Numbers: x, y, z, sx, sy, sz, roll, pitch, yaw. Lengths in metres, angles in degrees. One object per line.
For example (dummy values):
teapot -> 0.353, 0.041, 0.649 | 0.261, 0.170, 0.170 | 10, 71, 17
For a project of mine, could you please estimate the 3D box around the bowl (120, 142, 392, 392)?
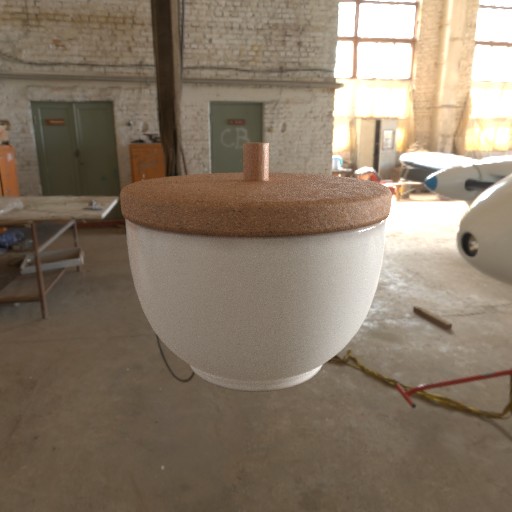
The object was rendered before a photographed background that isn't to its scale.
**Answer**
bowl -> 0.000, 0.000, 0.223 | 0.126, 0.110, 0.126 | 0, 15, 0
